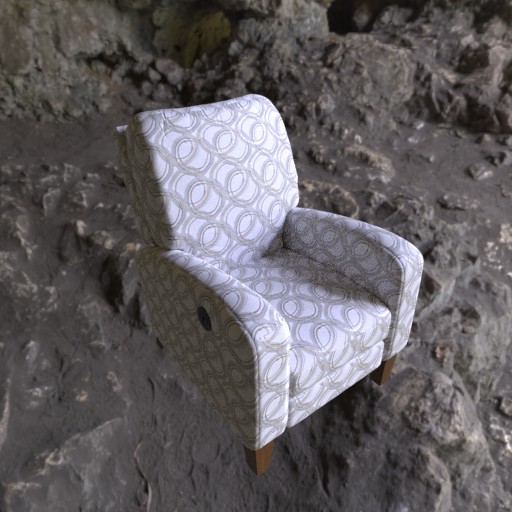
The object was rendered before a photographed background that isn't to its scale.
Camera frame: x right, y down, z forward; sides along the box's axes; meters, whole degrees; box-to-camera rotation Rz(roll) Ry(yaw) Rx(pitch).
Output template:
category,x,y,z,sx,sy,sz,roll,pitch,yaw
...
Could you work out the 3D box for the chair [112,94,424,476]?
category,x,y,z,sx,sy,sz,roll,pitch,yaw
chair,0.000,0.000,1.742,0.796,1.065,0.995,-22,37,-32
